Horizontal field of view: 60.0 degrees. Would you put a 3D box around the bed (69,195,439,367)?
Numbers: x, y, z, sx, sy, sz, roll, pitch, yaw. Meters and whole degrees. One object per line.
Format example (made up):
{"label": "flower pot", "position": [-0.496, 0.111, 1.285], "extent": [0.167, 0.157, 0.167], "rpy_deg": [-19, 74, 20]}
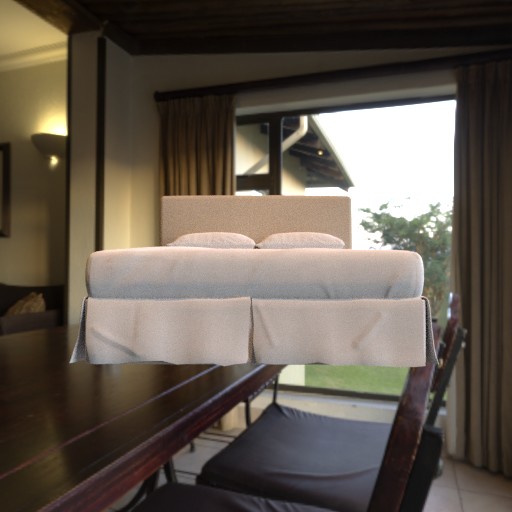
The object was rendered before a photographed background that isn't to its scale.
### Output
{"label": "bed", "position": [0.000, 0.000, 3.647], "extent": [2.119, 1.317, 2.319], "rpy_deg": [0, -1, 1]}
